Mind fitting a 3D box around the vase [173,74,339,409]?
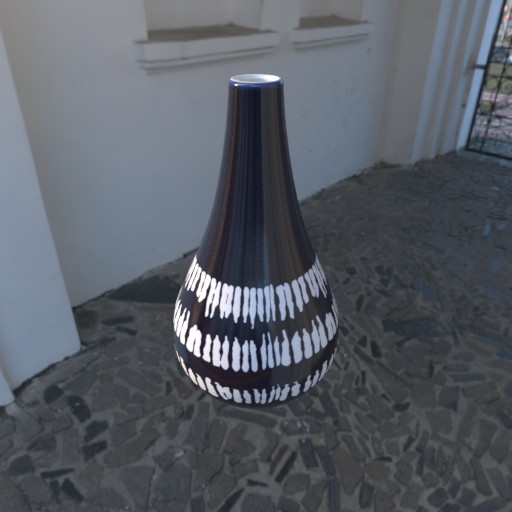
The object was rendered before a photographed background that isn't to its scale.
[{"bbox_3d":[0.000,0.000,0.391,0.159,0.295,0.159,0,31,0],"label":"vase"}]
